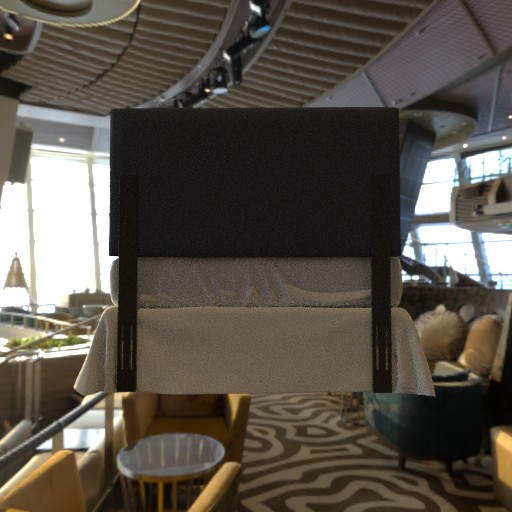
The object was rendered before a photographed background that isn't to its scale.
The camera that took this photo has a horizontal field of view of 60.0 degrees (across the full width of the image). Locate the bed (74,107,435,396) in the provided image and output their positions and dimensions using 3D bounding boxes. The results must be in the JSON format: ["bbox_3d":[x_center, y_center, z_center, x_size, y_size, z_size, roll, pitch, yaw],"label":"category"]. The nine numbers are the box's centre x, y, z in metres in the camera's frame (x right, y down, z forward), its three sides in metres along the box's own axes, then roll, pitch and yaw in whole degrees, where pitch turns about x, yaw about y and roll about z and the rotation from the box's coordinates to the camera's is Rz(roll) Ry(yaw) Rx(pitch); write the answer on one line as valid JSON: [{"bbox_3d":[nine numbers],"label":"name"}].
[{"bbox_3d":[0.000,0.000,3.455,1.936,1.577,2.222,0,-2,1],"label":"bed"}]
